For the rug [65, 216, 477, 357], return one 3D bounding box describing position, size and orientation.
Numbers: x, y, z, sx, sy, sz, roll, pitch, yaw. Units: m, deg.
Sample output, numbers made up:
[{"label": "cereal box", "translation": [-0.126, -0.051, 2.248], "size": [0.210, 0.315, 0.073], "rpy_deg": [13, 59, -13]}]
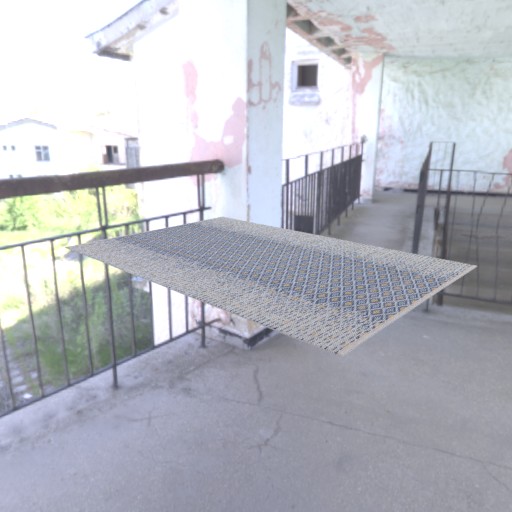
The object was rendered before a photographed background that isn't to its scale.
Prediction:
[{"label": "rug", "translation": [0.000, 0.000, 2.340], "size": [1.828, 0.005, 1.219], "rpy_deg": [15, 22, 41]}]
